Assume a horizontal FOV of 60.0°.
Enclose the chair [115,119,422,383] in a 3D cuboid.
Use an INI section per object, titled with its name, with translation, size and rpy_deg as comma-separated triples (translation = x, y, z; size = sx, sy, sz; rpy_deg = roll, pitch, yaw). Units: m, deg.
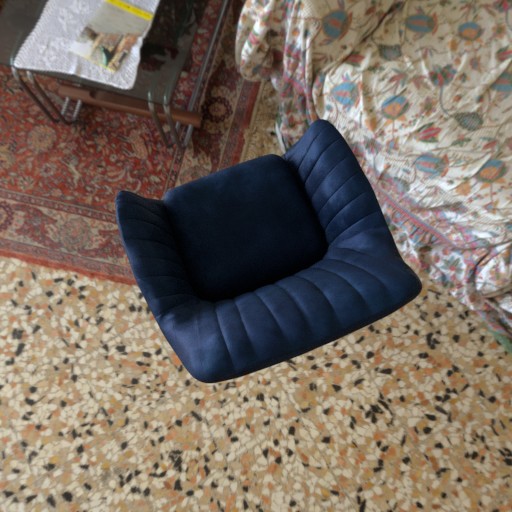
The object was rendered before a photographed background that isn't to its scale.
[chair]
translation = 0.000, 0.000, 1.205
size = 0.578, 0.826, 0.573
rpy_deg = -21, 76, -5
